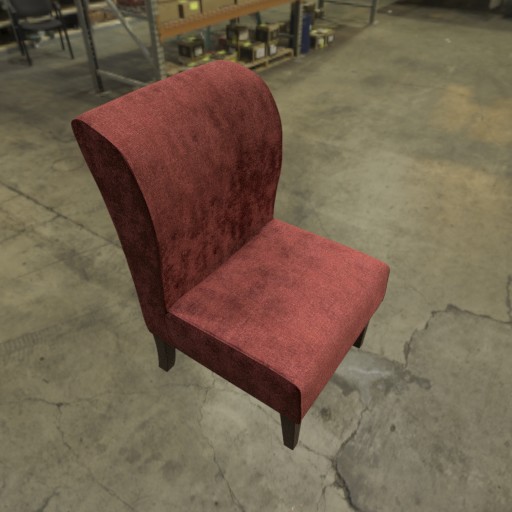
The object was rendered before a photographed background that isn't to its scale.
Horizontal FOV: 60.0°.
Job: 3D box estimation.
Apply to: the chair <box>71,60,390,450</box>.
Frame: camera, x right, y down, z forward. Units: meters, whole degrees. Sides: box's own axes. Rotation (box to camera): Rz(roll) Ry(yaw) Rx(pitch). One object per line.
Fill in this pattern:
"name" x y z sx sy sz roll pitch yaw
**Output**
"chair" 0.000 0.000 1.241 0.640 0.846 0.538 25 46 26
